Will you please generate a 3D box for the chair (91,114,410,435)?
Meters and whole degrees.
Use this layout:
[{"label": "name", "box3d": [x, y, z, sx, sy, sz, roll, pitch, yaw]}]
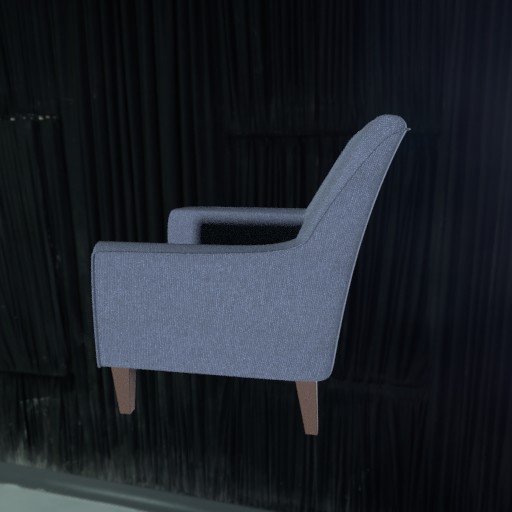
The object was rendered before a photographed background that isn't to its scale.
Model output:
[{"label": "chair", "box3d": [0.000, 0.000, 1.617, 0.899, 0.919, 0.780, 2, 13, 9]}]
